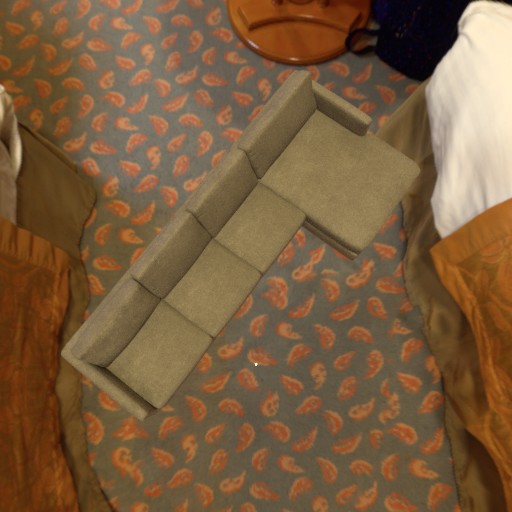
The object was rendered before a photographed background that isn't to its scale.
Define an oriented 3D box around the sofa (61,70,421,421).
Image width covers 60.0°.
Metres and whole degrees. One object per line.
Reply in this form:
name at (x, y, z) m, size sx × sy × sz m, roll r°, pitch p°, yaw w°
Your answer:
sofa at (0.000, 0.000, 4.193) m, size 1.604 × 0.950 × 3.471 m, roll 36°, pitch 79°, yaw 8°
